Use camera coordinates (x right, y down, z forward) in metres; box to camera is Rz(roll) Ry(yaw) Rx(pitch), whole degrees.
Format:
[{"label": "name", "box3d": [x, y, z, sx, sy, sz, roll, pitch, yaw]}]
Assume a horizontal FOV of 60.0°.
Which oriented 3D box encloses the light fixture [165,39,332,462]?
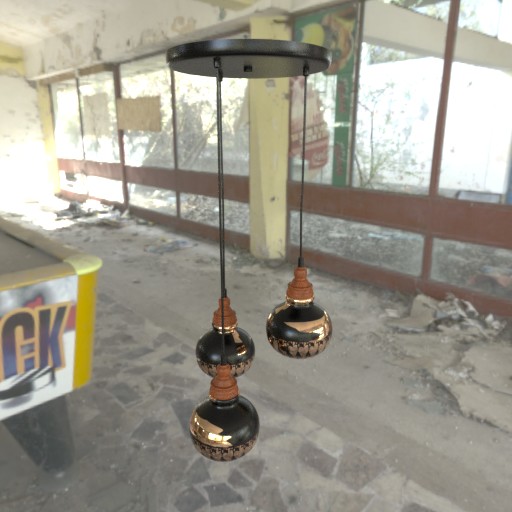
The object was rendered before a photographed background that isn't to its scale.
[{"label": "light fixture", "box3d": [0.000, 0.000, 1.695, 0.605, 1.410, 0.608, -2, 15, -7]}]
